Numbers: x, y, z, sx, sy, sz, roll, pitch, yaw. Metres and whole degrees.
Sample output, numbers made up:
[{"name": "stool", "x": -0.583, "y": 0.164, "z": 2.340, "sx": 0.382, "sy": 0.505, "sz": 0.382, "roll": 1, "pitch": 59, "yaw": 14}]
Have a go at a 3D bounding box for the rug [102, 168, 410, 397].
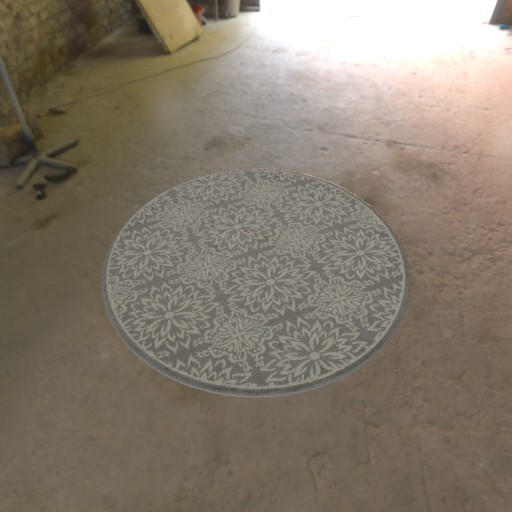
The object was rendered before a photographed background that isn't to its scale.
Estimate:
[{"name": "rug", "x": 0.000, "y": 0.000, "z": 2.351, "sx": 1.593, "sy": 0.012, "sz": 1.593, "roll": 0, "pitch": 46, "yaw": 0}]
